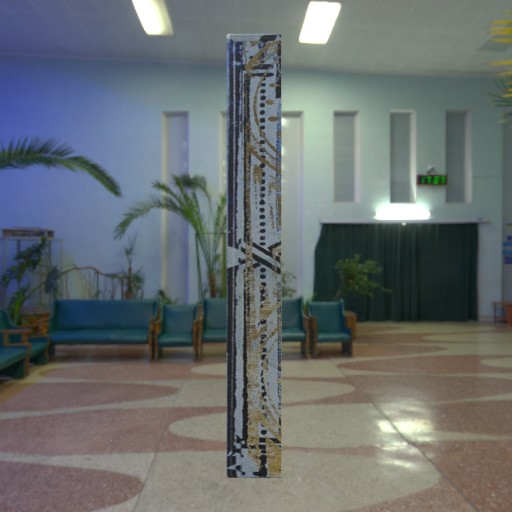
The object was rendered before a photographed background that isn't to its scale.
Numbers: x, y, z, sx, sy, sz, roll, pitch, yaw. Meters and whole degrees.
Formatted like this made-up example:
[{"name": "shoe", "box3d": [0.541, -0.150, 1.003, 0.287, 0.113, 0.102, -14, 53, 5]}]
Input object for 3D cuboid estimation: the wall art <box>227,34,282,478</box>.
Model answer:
[{"name": "wall art", "box3d": [0.000, 0.000, 0.455, 0.038, 0.306, 0.302, 0, 0, 1]}]
